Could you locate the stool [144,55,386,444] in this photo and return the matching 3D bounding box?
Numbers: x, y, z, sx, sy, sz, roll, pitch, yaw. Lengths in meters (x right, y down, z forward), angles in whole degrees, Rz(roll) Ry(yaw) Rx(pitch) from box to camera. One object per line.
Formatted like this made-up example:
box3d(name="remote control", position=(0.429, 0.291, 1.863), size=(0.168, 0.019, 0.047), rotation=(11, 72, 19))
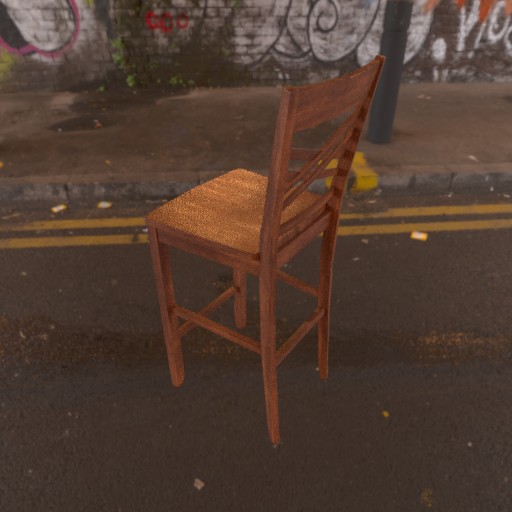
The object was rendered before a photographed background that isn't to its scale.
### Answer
box3d(name="stool", position=(0.000, 0.000, 1.336), size=(0.487, 1.105, 0.433), rotation=(22, 39, 29))
